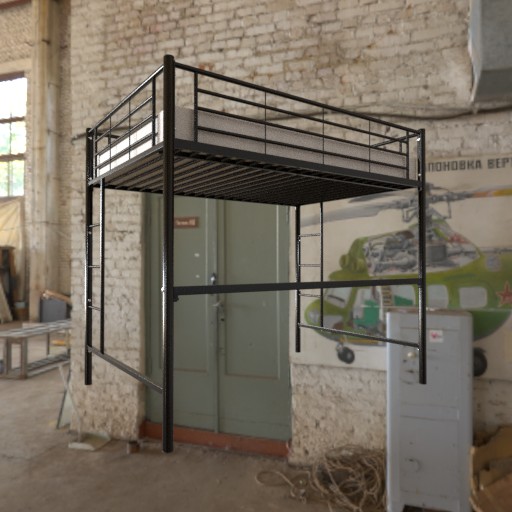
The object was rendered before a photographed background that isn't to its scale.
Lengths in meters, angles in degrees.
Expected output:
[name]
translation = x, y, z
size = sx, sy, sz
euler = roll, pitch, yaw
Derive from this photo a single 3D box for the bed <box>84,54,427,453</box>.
[bed]
translation = 0.000, 0.000, 3.134
size = 1.994, 1.803, 1.397
euler = 1, -1, -35
